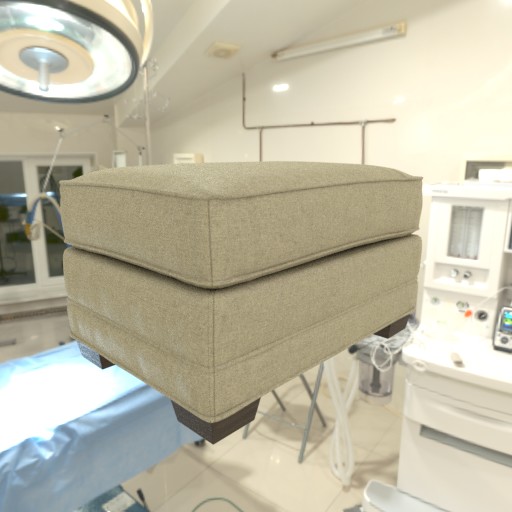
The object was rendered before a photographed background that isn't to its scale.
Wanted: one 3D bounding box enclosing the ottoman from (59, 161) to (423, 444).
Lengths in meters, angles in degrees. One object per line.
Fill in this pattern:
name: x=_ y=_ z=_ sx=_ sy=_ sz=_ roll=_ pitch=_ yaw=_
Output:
ottoman: x=0.000 y=0.000 z=1.223 sx=0.611 sy=0.508 sz=0.848 roll=12 pitch=18 yaw=42
